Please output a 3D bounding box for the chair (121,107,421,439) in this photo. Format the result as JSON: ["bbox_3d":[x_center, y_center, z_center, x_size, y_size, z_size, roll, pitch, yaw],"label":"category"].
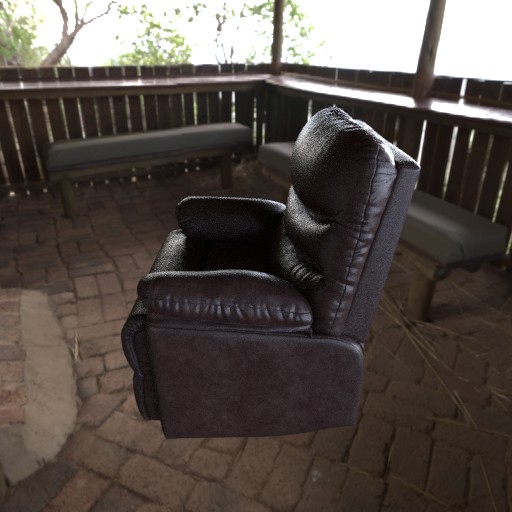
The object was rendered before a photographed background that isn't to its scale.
[{"bbox_3d":[0.000,0.000,1.709,0.879,1.041,0.940,0,26,0],"label":"chair"}]
